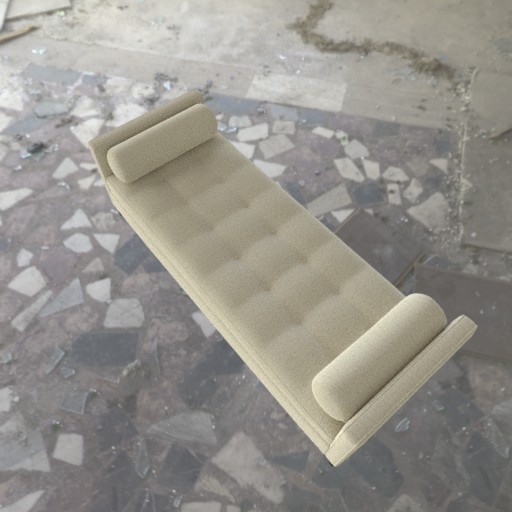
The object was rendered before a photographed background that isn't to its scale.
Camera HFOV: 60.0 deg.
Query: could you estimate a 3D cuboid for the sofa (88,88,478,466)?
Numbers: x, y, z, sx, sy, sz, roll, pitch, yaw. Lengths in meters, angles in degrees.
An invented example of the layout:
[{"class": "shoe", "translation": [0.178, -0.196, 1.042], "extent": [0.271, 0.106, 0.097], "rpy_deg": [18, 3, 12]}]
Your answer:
[{"class": "sofa", "translation": [0.000, 0.000, 2.332], "extent": [0.746, 0.641, 1.985], "rpy_deg": [-35, 64, -20]}]
